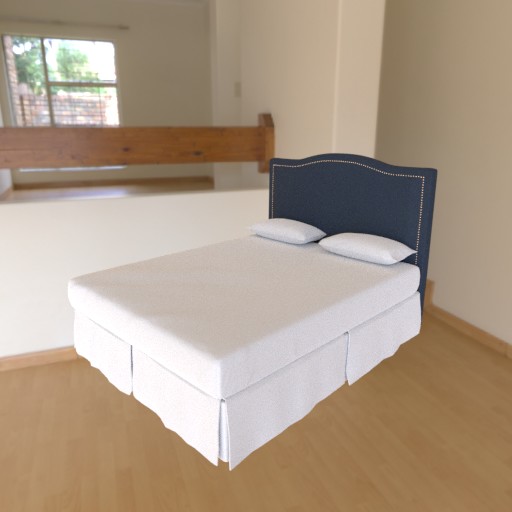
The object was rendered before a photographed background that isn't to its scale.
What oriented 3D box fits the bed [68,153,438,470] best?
[{"bbox_3d":[0.000,0.000,3.378,1.821,1.436,2.282,16,22,43],"label":"bed"}]
